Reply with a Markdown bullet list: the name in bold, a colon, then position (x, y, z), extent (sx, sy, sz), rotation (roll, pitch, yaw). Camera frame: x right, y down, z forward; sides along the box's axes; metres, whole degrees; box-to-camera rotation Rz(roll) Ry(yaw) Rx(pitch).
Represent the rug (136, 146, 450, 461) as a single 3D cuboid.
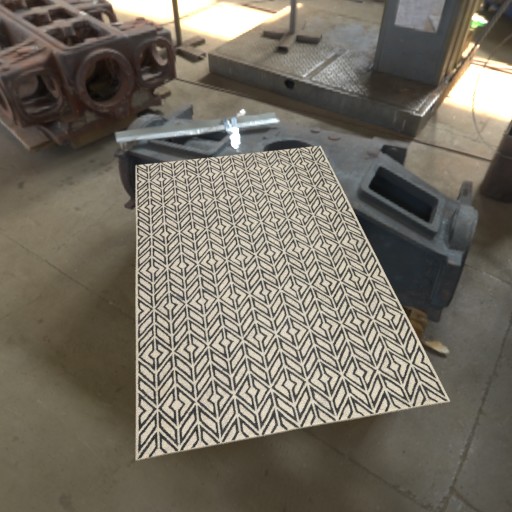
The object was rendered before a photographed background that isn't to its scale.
- **rug**: position (0.000, 0.000, 2.284), extent (1.220, 0.007, 1.828), rotation (-8, 47, -7)
